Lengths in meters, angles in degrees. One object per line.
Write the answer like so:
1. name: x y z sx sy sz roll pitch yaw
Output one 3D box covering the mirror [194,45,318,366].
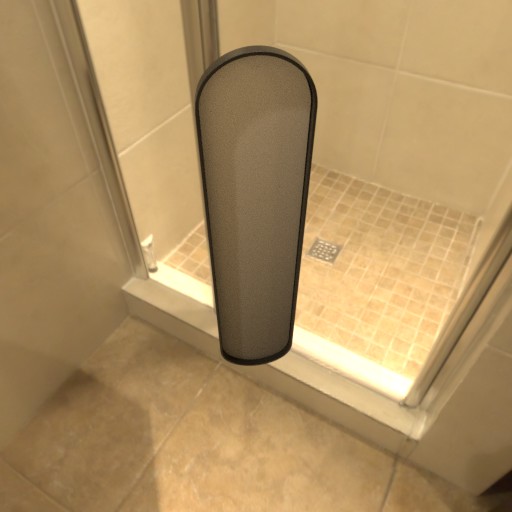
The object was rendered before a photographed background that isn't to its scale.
1. mirror: 0.000 0.000 1.089 0.222 0.991 0.032 -5 46 -5
